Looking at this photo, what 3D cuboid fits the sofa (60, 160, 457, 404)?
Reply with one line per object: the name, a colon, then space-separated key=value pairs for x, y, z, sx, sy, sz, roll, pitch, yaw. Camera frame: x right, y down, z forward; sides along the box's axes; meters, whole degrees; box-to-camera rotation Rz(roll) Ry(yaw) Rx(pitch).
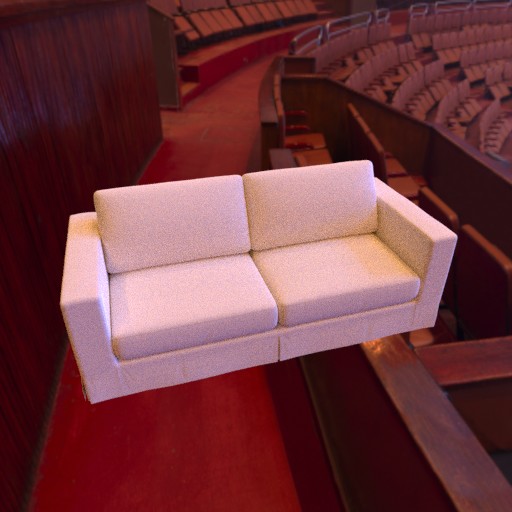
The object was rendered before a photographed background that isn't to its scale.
sofa: x=0.000 y=0.000 z=2.742 sx=2.163 sy=0.881 sz=0.954 roll=-9 pitch=33 yaw=-14
